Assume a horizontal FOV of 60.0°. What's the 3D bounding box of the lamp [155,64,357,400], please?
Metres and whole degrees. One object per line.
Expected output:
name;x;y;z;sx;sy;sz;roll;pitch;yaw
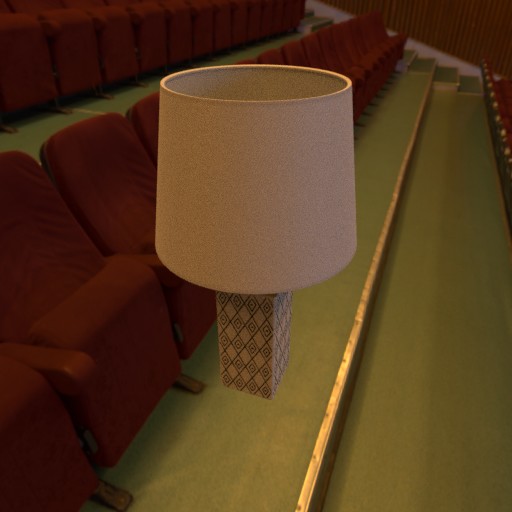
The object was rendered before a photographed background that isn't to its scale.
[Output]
lamp;0.000;0.000;0.580;0.251;0.435;0.251;0;32;0
